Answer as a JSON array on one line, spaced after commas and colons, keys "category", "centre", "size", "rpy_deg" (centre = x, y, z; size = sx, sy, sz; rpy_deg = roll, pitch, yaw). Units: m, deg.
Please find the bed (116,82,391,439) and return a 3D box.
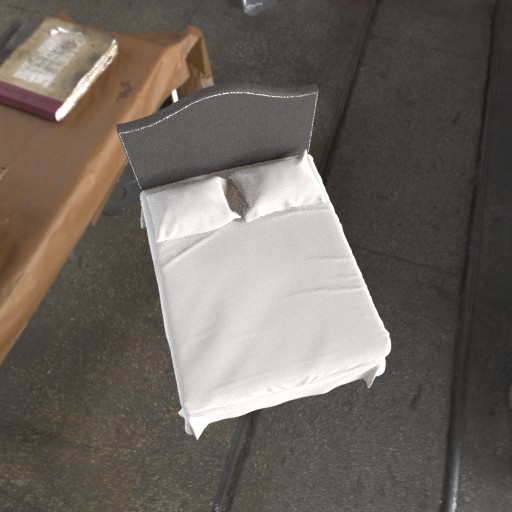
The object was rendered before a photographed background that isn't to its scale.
[{"category": "bed", "centre": [0.000, 0.000, 3.513], "size": [1.876, 1.645, 2.221], "rpy_deg": [-14, 64, -7]}]
